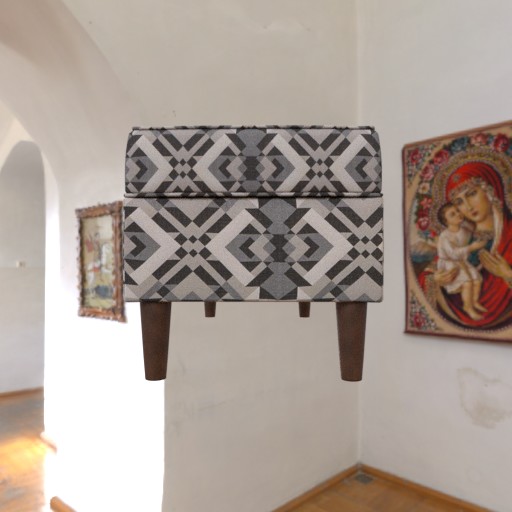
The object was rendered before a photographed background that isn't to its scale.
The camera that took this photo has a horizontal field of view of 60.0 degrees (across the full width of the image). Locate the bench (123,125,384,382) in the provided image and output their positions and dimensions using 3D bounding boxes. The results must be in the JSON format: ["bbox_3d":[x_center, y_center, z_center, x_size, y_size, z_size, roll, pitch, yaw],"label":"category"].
[{"bbox_3d":[0.000,0.000,1.307,0.492,0.477,1.016,0,0,1],"label":"bench"}]
